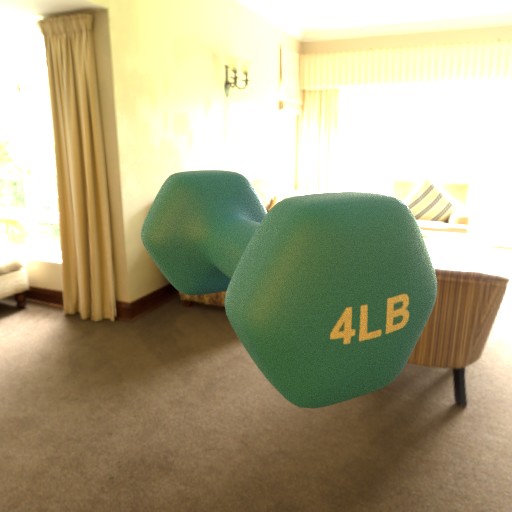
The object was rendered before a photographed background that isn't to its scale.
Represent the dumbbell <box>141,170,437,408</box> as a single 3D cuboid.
[{"bbox_3d":[0.000,0.000,0.193,0.074,0.066,0.152,-7,16,-25],"label":"dumbbell"}]
